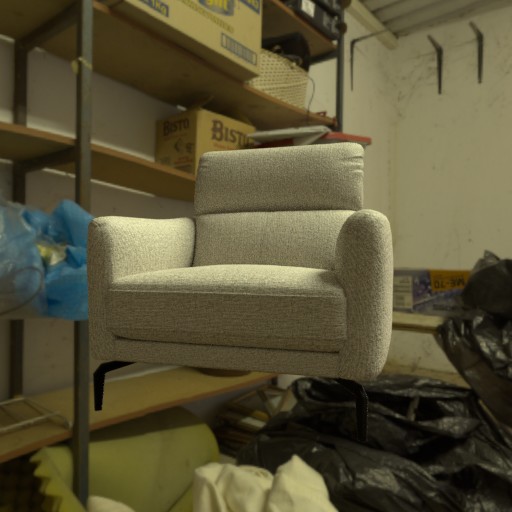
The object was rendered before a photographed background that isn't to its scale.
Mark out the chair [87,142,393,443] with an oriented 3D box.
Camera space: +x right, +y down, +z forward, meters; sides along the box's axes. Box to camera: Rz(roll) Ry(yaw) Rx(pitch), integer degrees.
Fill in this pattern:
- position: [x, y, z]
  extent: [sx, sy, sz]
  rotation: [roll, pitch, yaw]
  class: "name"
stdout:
- position: [0.000, 0.000, 1.644]
  extent: [0.972, 0.967, 0.835]
  rotation: [0, 0, 16]
  class: "chair"
